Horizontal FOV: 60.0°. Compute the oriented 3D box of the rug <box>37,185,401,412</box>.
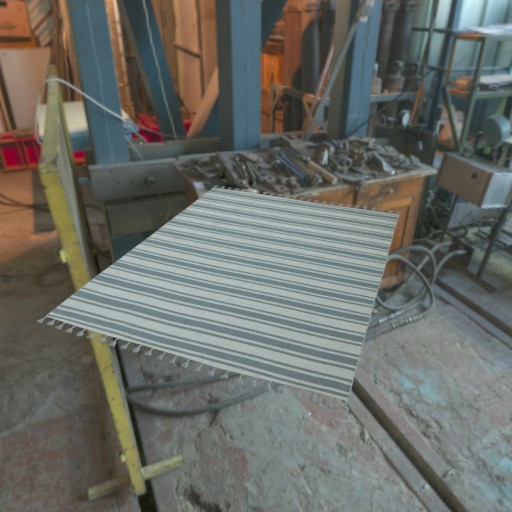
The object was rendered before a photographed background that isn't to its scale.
[{"bbox_3d":[0.000,0.000,4.336,2.439,0.005,3.201,11,32,19],"label":"rug"}]
